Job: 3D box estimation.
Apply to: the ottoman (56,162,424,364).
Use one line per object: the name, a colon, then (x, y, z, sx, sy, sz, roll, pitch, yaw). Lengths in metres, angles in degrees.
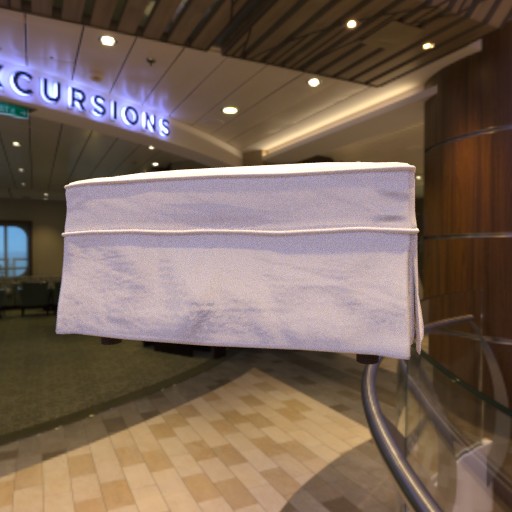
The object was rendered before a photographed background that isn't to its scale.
ottoman: (0.000, 0.000, 1.353, 0.944, 0.479, 0.703, 0, 1, 17)
